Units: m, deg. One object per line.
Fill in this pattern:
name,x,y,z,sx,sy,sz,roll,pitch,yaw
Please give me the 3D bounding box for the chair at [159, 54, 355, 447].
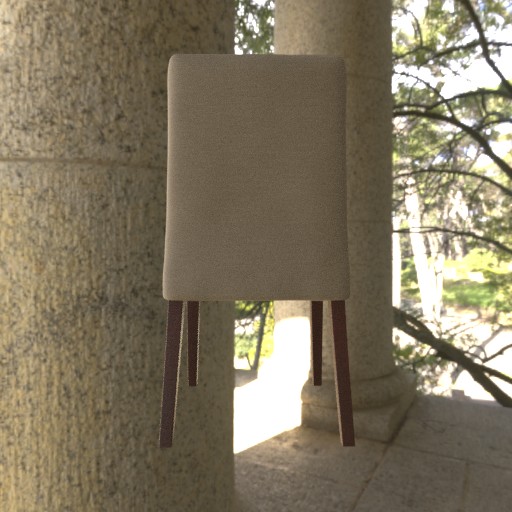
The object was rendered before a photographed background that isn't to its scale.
chair,0.000,0.000,1.312,0.515,0.940,0.638,0,1,-1
